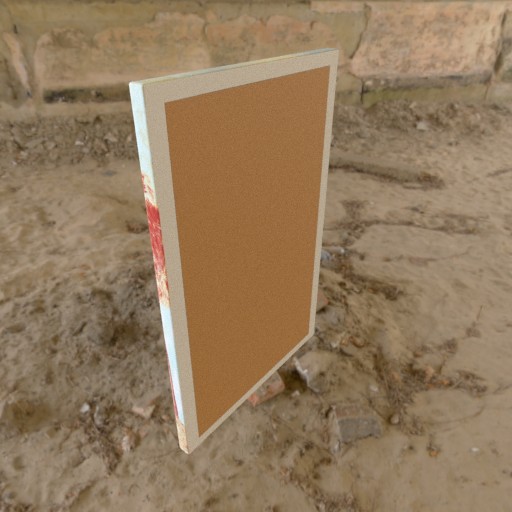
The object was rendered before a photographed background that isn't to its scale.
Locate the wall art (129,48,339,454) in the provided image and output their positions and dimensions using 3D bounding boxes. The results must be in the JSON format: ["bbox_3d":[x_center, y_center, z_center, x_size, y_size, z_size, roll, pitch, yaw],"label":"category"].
[{"bbox_3d":[0.000,0.000,1.129,0.037,0.915,0.605,23,38,32],"label":"wall art"}]
